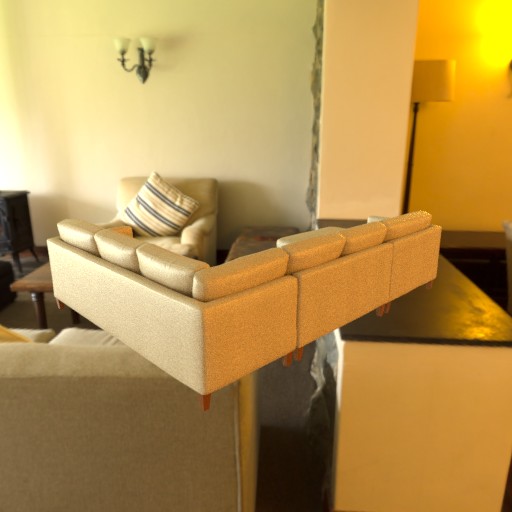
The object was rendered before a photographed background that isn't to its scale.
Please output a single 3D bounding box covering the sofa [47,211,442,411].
[{"bbox_3d":[0.000,0.000,4.808,3.460,0.961,2.594,-15,22,-42],"label":"sofa"}]
